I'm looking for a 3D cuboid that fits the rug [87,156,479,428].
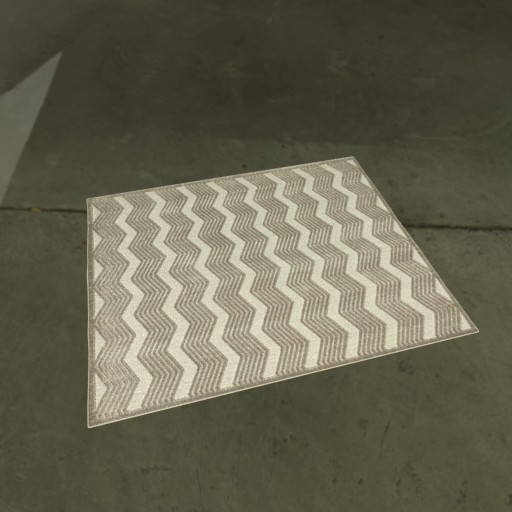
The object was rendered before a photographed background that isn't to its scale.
[{"bbox_3d":[0.000,0.000,3.904,2.880,0.005,2.391,-11,48,-10],"label":"rug"}]
